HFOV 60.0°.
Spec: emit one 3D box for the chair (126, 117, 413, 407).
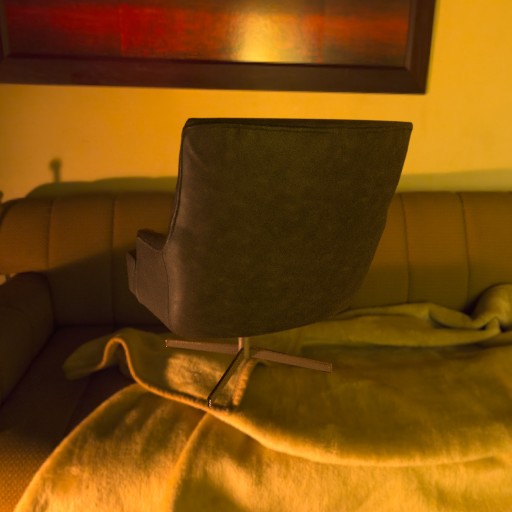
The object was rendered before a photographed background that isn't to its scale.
[{"bbox_3d":[0.000,0.000,1.514,0.738,0.870,0.874,-7,17,-26],"label":"chair"}]
